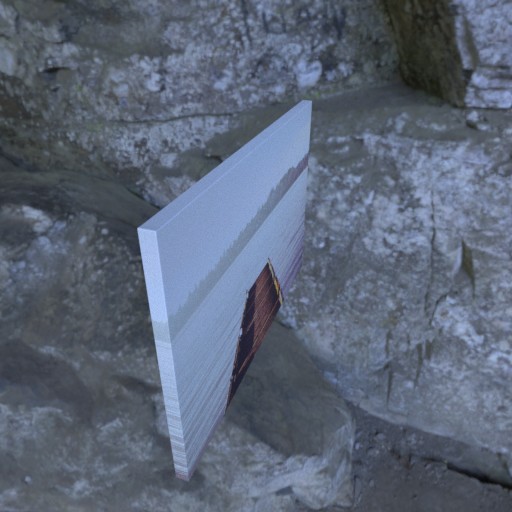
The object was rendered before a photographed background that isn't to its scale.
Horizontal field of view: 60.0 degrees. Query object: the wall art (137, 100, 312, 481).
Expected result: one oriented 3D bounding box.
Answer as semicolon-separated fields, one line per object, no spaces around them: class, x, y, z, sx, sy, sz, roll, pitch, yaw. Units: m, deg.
wall art;0.000;0.000;1.463;0.040;0.765;1.149;11;33;17
